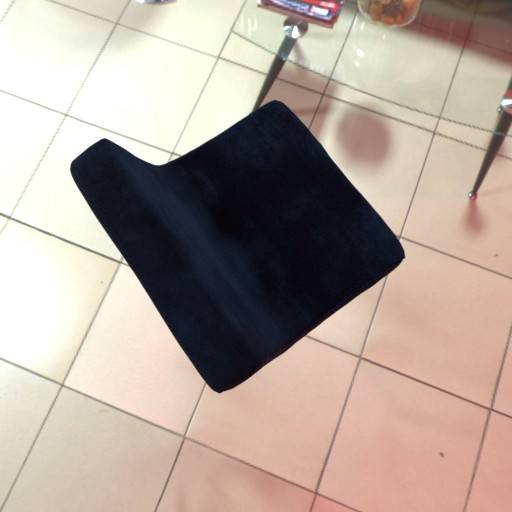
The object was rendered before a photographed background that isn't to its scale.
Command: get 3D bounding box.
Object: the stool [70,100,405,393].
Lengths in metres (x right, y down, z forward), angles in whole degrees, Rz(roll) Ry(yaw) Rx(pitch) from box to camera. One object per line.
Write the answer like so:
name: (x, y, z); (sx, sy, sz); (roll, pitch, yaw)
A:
stool: (0.000, 0.000, 1.236); (0.516, 0.945, 0.511); (-35, 79, -8)
